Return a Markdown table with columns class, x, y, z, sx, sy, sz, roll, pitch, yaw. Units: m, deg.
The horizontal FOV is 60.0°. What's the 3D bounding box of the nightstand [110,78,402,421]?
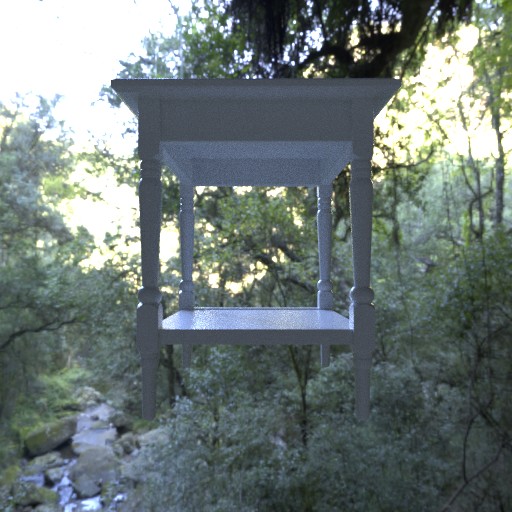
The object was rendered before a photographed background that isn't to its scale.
| class | x | y | z | sx | sy | sz | roll | pitch | yaw |
| --- | --- | --- | --- | --- | --- | --- | --- | --- | --- |
| nightstand | 0.000 | 0.000 | 0.943 | 0.459 | 0.555 | 0.505 | 0 | -2 | 0 |
